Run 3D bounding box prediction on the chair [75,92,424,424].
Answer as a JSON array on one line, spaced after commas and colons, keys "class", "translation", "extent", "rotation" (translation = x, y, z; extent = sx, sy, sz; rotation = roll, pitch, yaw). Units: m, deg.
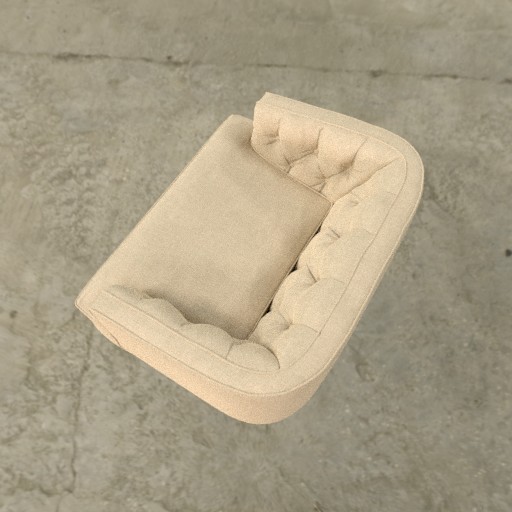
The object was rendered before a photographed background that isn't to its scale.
[{"class": "chair", "translation": [0.000, 0.000, 1.762], "extent": [0.914, 0.787, 1.118], "rotation": [29, 67, 13]}]
